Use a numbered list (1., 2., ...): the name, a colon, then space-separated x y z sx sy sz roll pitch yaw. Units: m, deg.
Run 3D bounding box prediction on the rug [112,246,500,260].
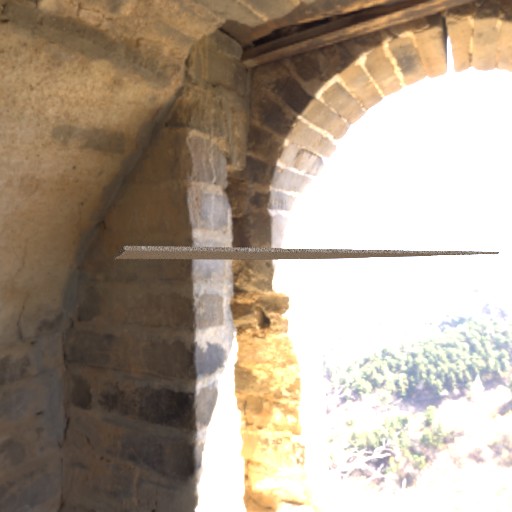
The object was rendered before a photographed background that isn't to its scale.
1. rug: 0.000 0.000 3.976 2.400 0.026 3.000 0 -1 -19
